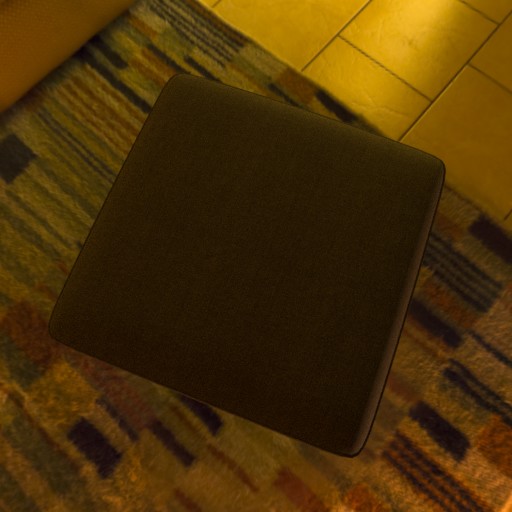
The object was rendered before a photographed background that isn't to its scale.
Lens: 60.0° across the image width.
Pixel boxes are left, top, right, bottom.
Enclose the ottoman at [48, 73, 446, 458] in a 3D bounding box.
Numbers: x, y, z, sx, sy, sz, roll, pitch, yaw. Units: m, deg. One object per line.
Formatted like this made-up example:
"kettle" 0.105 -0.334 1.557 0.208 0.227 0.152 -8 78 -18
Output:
"ottoman" 0.000 0.000 1.639 1.067 0.559 1.067 20 76 5
